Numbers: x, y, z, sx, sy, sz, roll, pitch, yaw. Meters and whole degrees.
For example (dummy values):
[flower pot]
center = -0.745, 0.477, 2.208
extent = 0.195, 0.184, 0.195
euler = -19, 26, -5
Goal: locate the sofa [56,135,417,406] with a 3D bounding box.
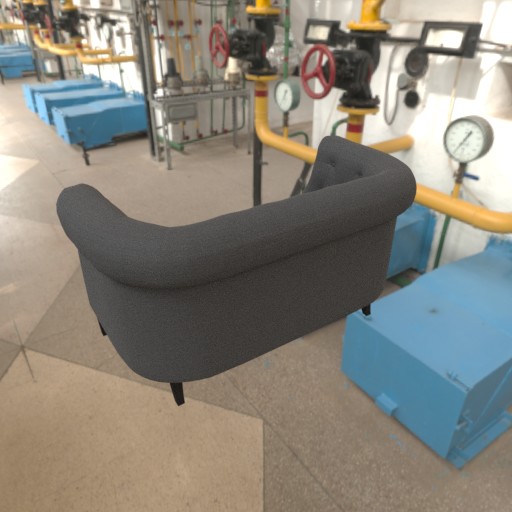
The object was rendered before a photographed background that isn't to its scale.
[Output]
[sofa]
center = 0.000, 0.000, 2.094
extent = 1.558, 0.827, 0.835
euler = -18, 35, -29
